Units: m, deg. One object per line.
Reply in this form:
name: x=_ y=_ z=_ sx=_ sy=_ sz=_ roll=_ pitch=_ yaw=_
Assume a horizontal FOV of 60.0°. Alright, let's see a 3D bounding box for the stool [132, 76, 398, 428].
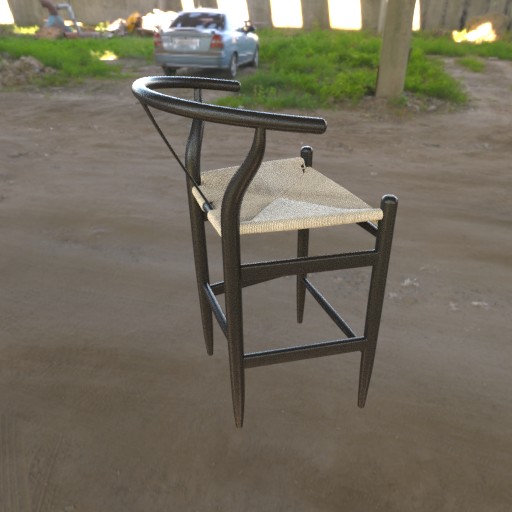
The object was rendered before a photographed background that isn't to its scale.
stool: x=0.000 y=0.000 z=1.293 sx=0.579 sy=0.970 sz=0.569 roll=-10 pitch=31 yaw=-17
